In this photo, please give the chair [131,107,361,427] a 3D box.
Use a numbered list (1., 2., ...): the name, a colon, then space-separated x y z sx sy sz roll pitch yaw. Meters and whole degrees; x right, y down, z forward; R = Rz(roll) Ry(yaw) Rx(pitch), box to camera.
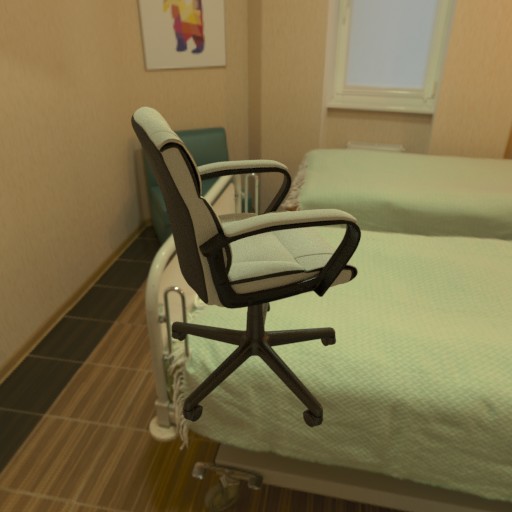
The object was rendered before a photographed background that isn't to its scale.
1. chair: 0.000 0.000 1.542 0.717 1.004 0.739 -9 30 -16
